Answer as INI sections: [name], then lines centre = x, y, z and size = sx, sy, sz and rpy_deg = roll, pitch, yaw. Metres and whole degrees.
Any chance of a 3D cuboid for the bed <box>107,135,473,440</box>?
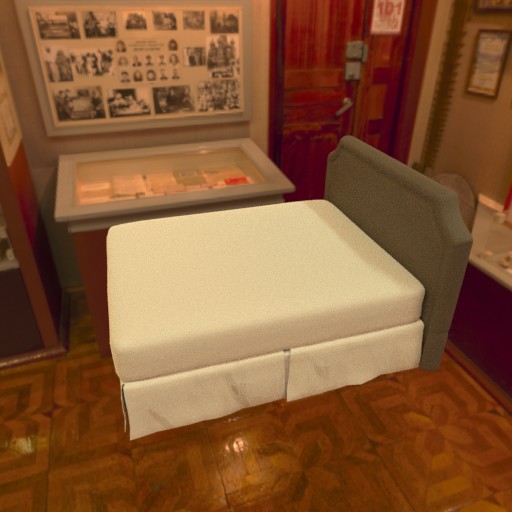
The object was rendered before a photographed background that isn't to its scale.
[bed]
centre = 0.000, 0.000, 3.309
size = 2.181, 1.297, 1.831
rpy_deg = -9, 31, -15
